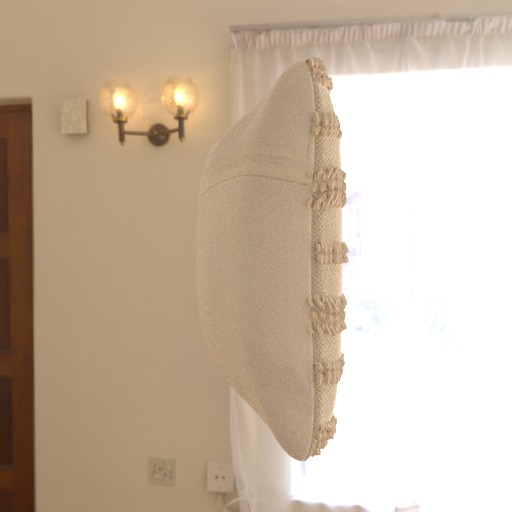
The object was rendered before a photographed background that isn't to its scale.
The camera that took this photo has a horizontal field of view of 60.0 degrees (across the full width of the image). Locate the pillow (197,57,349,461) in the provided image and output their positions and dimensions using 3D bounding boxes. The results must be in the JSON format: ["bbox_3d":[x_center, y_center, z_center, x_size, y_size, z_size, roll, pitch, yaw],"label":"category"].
[{"bbox_3d":[0.000,0.000,0.657,0.145,0.427,0.437,-1,2,-18],"label":"pillow"}]
